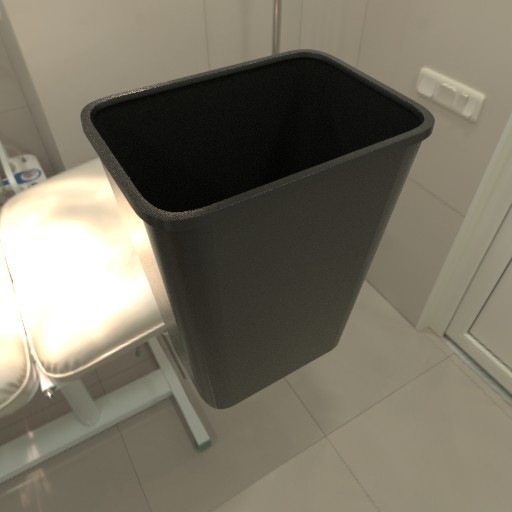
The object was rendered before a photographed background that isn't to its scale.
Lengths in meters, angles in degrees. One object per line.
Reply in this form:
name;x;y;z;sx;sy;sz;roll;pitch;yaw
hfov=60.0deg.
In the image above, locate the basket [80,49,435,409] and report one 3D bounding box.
basket;0.000;0.000;0.748;0.394;0.521;0.287;-24;50;-21
